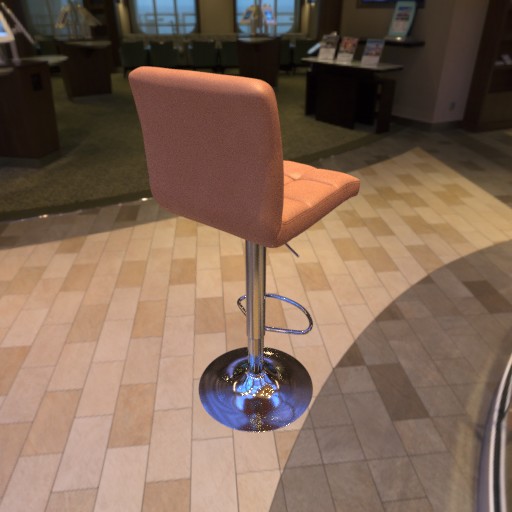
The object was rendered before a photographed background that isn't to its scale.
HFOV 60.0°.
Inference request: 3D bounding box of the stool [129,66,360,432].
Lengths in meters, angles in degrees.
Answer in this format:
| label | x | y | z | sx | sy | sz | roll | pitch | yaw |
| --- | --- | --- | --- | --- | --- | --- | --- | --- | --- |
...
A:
| label | x | y | z | sx | sy | sz | roll | pitch | yaw |
| --- | --- | --- | --- | --- | --- | --- | --- | --- | --- |
| stool | 0.000 | 0.000 | 1.384 | 0.430 | 1.115 | 0.505 | 21 | 36 | 32 |
